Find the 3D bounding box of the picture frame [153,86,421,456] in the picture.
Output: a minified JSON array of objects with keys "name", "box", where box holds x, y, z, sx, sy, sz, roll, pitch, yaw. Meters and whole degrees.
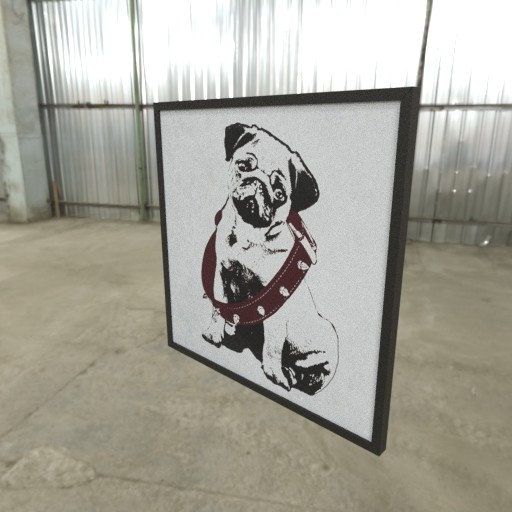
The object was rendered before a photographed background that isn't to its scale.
[{"name":"picture frame","box":[0.000,0.000,1.144,0.775,0.775,0.032,14,21,40]}]
